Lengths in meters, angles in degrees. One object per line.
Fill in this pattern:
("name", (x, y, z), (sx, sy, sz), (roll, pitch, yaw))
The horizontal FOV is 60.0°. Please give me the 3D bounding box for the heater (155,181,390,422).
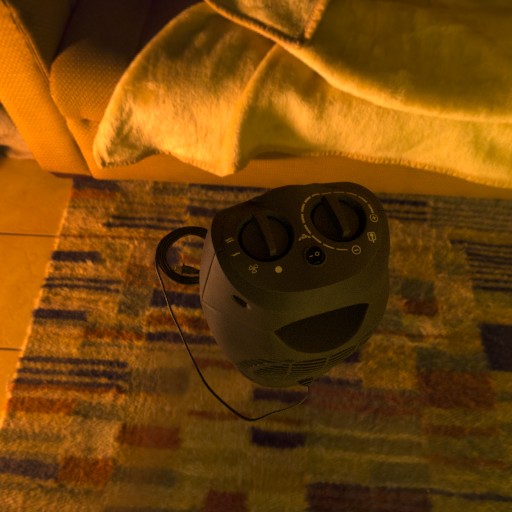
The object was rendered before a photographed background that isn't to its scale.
("heater", (0.000, 0.000, 0.486), (0.239, 0.255, 0.291), (-14, 61, -8))
